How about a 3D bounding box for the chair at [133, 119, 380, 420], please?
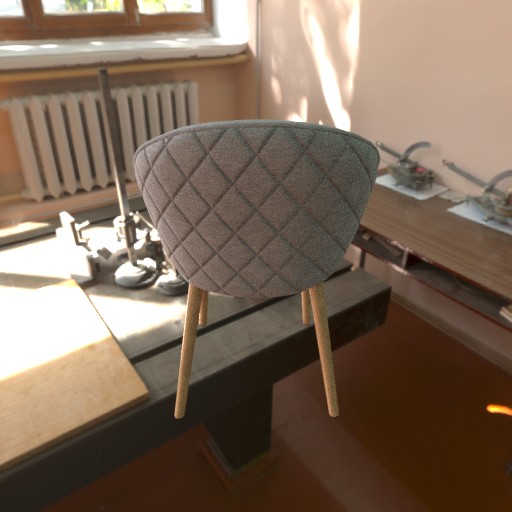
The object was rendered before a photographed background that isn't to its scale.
[{"bbox_3d":[0.000,0.000,1.141,0.540,0.800,0.530,0,30,-1],"label":"chair"}]
